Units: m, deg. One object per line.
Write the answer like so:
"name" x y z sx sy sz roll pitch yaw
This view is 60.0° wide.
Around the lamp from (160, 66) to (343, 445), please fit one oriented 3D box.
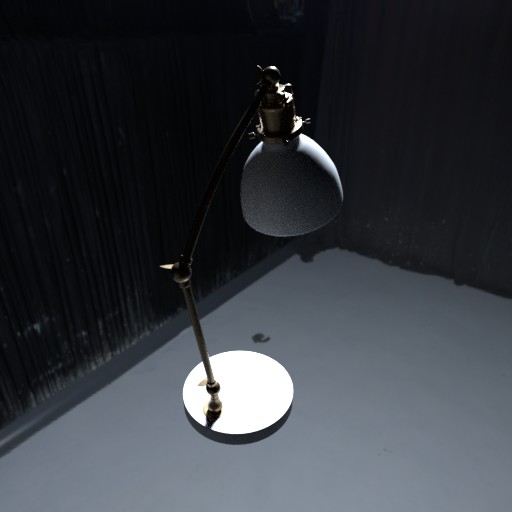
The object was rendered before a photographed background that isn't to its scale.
"lamp" 0.000 0.000 0.665 0.186 0.522 0.317 22 36 34
